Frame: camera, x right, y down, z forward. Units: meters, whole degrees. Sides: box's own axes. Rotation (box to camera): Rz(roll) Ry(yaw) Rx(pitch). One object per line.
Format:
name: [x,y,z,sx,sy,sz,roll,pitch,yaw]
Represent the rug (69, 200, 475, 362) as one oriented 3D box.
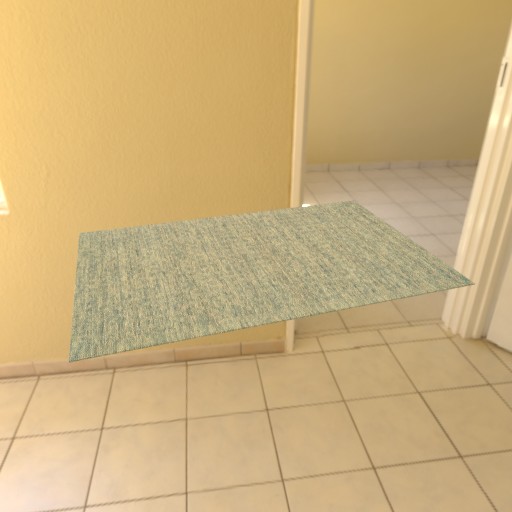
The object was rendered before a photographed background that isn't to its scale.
rug: [0.000,0.000,2.285,1.752,0.006,1.142,-8,29,-16]
